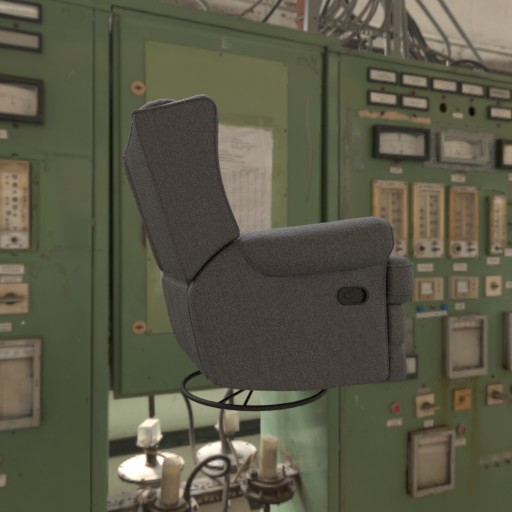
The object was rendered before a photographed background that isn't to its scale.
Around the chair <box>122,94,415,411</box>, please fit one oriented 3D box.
[{"bbox_3d":[0.000,0.000,1.724,0.969,1.011,0.847,0,1,-19],"label":"chair"}]
